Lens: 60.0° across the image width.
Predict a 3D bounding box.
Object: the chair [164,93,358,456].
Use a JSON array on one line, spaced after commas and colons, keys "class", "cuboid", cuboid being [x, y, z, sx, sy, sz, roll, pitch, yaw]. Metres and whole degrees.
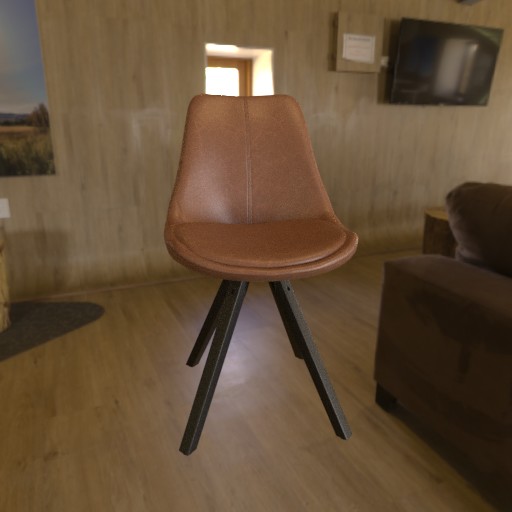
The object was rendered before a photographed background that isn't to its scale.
[{"class": "chair", "cuboid": [0.000, 0.000, 1.182, 0.475, 0.850, 0.550, -2, 16, -8]}]
